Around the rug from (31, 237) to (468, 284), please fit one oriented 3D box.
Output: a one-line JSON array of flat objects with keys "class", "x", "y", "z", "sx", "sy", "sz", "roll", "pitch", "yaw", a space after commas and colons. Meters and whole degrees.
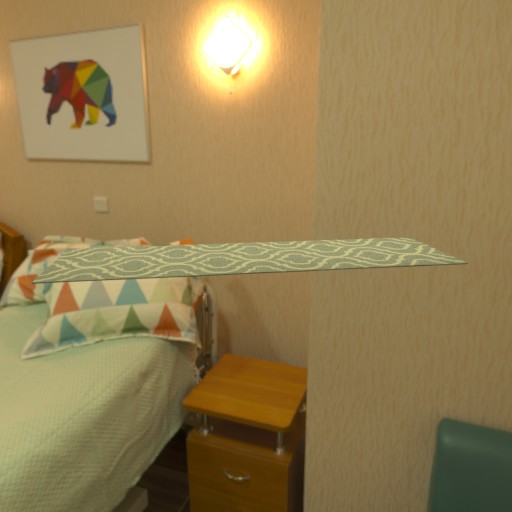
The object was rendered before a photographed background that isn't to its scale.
[{"class": "rug", "x": 0.000, "y": 0.000, "z": 2.604, "sx": 2.275, "sy": 0.009, "sz": 0.684, "roll": -2, "pitch": 15, "yaw": -9}]
